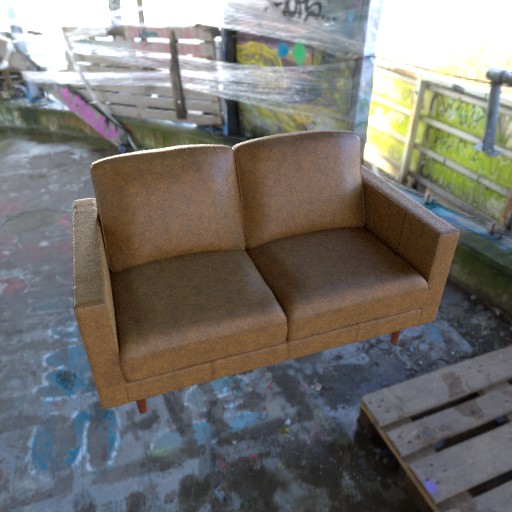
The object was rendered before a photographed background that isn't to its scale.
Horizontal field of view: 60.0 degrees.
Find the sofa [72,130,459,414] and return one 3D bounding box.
[{"bbox_3d":[0.000,0.000,2.126,1.578,0.951,0.909,-11,35,-16],"label":"sofa"}]
